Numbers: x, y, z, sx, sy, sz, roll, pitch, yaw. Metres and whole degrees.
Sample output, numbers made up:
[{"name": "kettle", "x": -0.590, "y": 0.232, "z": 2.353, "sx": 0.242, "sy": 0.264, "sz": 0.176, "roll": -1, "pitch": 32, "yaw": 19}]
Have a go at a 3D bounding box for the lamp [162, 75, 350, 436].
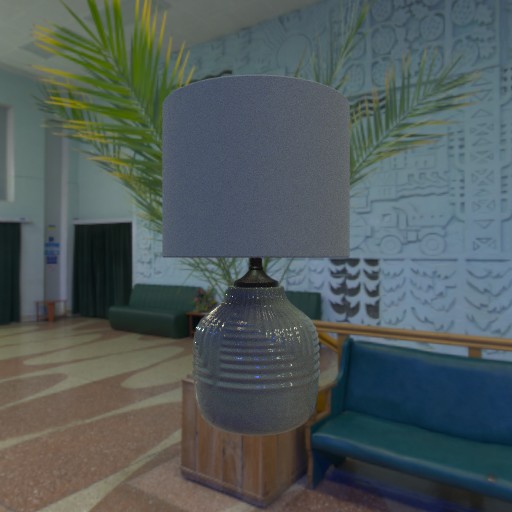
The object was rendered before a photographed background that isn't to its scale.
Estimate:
[{"name": "lamp", "x": 0.000, "y": 0.000, "z": 0.768, "sx": 0.318, "sy": 0.567, "sz": 0.318, "roll": 0, "pitch": 0, "yaw": 0}]
